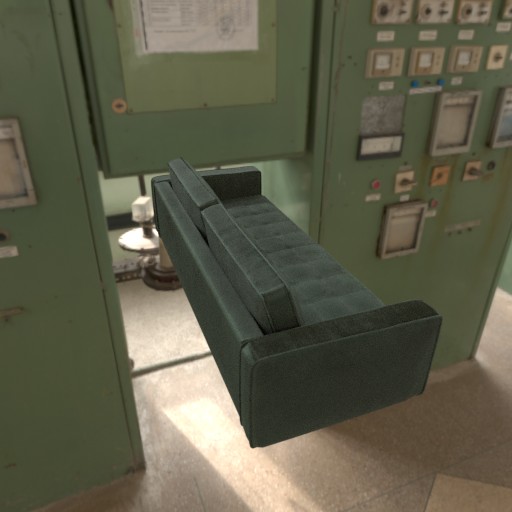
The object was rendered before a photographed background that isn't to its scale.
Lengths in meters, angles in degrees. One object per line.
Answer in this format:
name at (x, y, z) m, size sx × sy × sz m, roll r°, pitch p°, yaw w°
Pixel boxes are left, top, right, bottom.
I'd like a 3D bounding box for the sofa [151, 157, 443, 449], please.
sofa at (0.000, 0.000, 2.680) m, size 0.886 × 0.781 × 2.214 m, roll -10°, pitch 30°, yaw -18°
